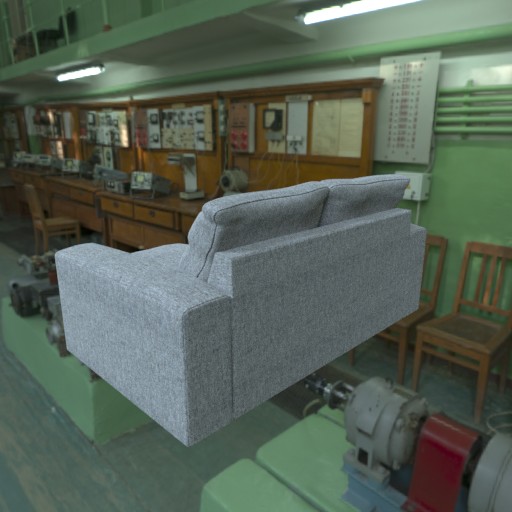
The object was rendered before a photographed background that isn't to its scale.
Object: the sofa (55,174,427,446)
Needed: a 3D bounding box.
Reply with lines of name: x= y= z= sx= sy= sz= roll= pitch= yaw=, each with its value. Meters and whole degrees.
sofa: x=0.000 y=0.000 z=2.398 sx=1.094 sy=0.877 sz=1.758 roll=15 pitch=22 yaw=43
